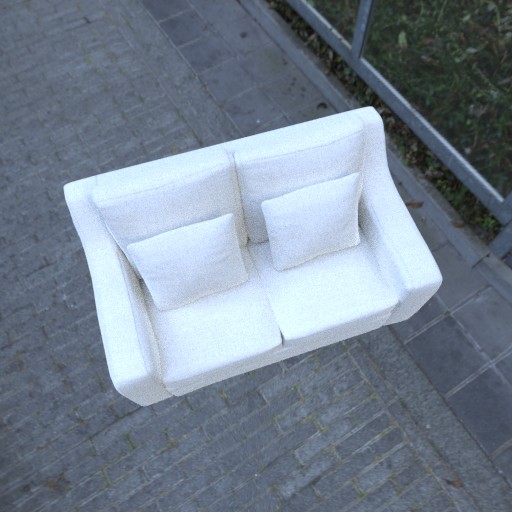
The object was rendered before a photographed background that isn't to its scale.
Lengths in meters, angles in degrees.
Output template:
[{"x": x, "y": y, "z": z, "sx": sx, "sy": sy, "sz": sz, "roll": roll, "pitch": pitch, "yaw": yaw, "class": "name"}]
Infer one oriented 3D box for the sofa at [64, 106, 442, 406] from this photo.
[{"x": 0.000, "y": 0.000, "z": 2.417, "sx": 1.744, "sy": 1.047, "sz": 1.040, "roll": -16, "pitch": 65, "yaw": -8, "class": "sofa"}]
